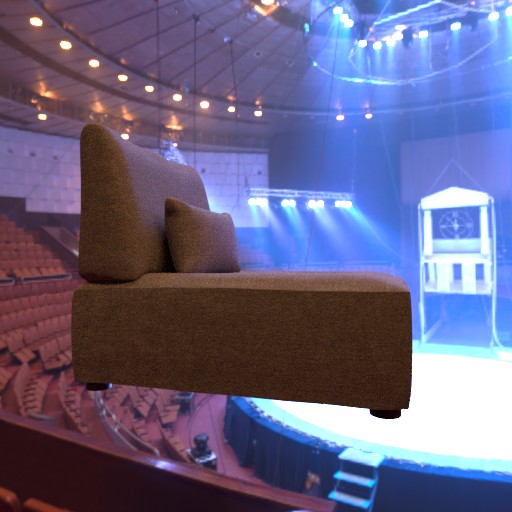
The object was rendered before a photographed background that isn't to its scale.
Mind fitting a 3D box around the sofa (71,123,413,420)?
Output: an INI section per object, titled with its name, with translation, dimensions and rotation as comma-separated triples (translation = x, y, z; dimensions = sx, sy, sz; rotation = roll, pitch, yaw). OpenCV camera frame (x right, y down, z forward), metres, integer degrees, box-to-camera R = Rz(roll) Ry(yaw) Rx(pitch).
[sofa]
translation = 0.000, 0.000, 1.533
dimensions = 1.000, 0.820, 0.700
rotation = 0, -1, 18
